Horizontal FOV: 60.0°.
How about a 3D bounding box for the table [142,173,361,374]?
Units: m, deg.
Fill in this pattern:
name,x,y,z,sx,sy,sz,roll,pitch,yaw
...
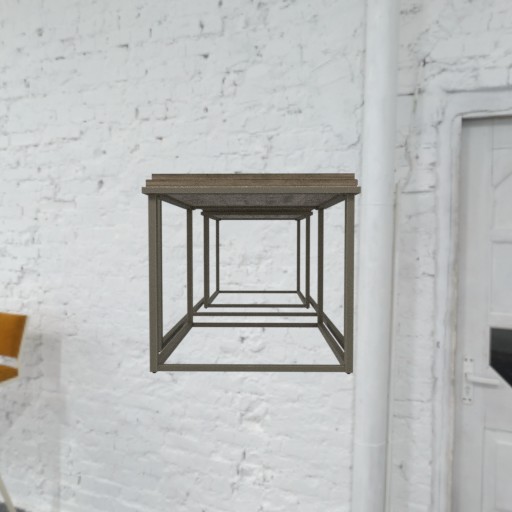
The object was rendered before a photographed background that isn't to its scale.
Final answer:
name,x,y,z,sx,sy,sz,roll,pitch,yaw
table,0.000,0.000,1.532,0.489,0.427,1.312,0,2,1
